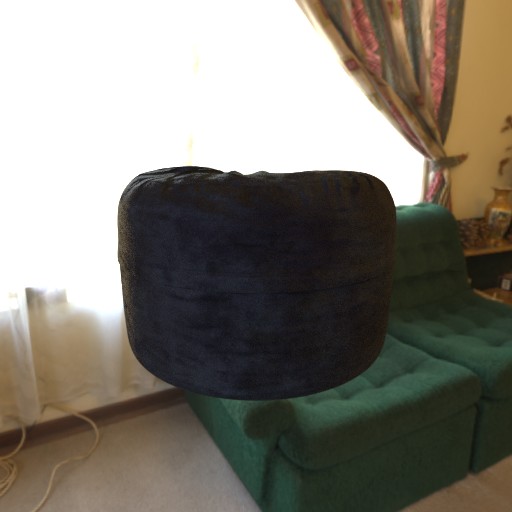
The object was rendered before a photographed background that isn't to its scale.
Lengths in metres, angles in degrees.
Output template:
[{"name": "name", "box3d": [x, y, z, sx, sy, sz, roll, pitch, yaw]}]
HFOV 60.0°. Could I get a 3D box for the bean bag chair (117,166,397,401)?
[{"name": "bean bag chair", "box3d": [0.000, 0.000, 1.533, 0.918, 0.616, 0.918, 0, 15, 0]}]
